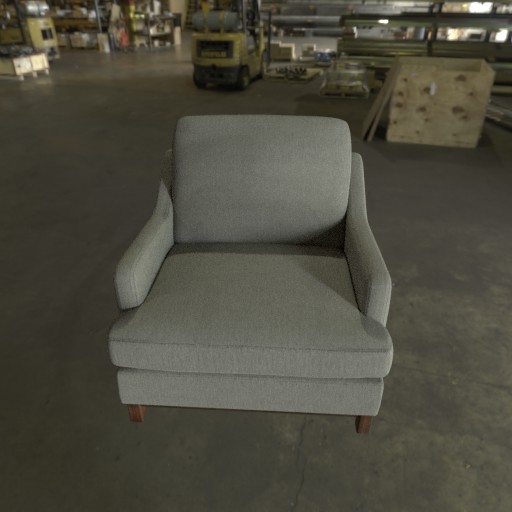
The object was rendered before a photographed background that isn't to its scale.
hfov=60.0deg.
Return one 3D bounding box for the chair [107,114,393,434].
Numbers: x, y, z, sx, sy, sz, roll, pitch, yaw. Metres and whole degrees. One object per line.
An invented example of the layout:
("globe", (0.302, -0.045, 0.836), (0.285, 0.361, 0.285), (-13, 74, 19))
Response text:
("chair", (0.000, 0.000, 1.574), (0.826, 0.821, 0.892), (2, 31, 3))
